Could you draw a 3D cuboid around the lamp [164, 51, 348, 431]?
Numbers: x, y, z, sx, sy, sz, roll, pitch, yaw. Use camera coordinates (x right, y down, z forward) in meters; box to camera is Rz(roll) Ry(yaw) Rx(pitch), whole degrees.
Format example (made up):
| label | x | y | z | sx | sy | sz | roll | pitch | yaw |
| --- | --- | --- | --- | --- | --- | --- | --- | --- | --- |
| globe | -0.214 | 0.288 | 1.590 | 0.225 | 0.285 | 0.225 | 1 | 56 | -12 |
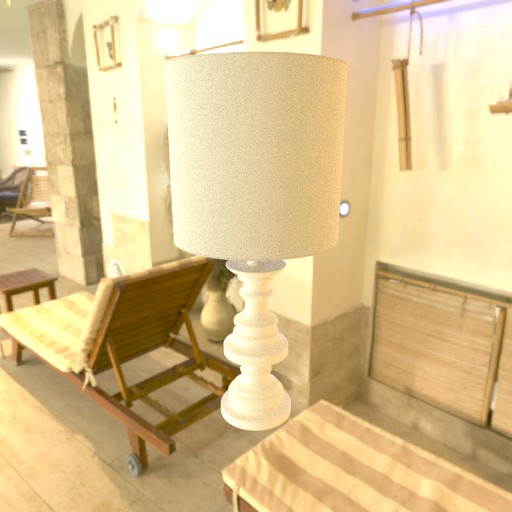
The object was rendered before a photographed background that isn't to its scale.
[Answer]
| label | x | y | z | sx | sy | sz | roll | pitch | yaw |
| --- | --- | --- | --- | --- | --- | --- | --- | --- | --- |
| lamp | 0.000 | 0.000 | 0.576 | 0.208 | 0.455 | 0.208 | -15 | 21 | -42 |
